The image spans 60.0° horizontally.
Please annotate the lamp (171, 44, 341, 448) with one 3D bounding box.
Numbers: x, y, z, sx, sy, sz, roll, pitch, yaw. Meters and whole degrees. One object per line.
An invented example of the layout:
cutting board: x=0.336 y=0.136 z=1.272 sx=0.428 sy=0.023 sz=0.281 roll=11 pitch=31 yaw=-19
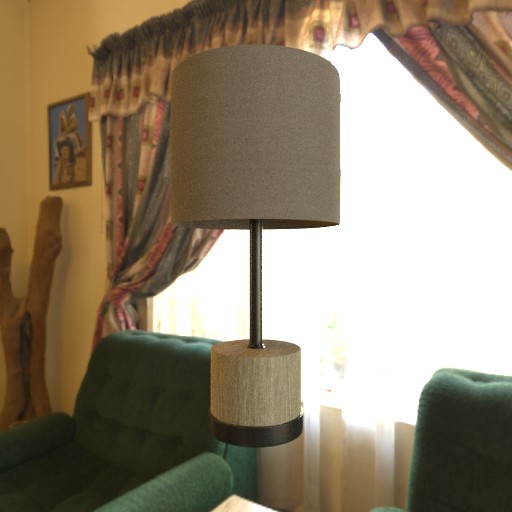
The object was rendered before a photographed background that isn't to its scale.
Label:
lamp: x=0.000 y=0.000 z=0.605 sx=0.229 sy=0.470 sz=0.229 roll=0 pitch=0 yaw=17
